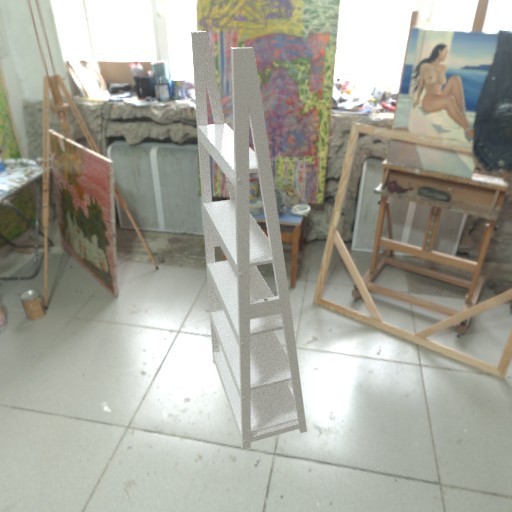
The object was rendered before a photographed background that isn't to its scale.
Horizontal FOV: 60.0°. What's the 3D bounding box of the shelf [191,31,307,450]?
[{"bbox_3d":[0.000,0.000,2.003,0.341,1.779,0.636,-10,32,-15],"label":"shelf"}]
